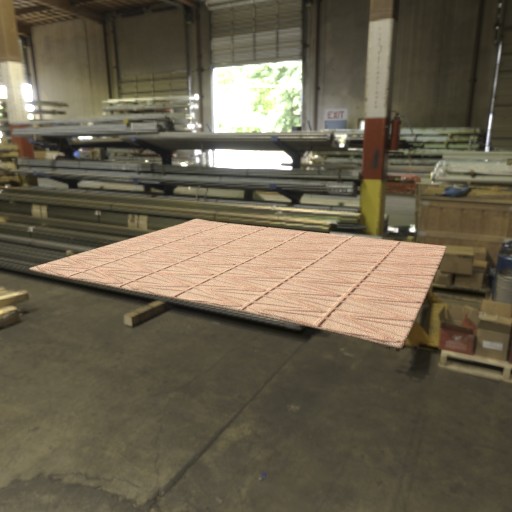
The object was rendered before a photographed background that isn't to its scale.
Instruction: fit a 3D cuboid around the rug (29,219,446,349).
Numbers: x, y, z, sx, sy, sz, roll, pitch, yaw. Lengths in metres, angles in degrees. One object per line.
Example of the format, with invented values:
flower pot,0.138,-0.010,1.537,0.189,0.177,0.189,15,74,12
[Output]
rug,0.000,0.000,4.081,3.052,0.043,2.453,8,17,27
